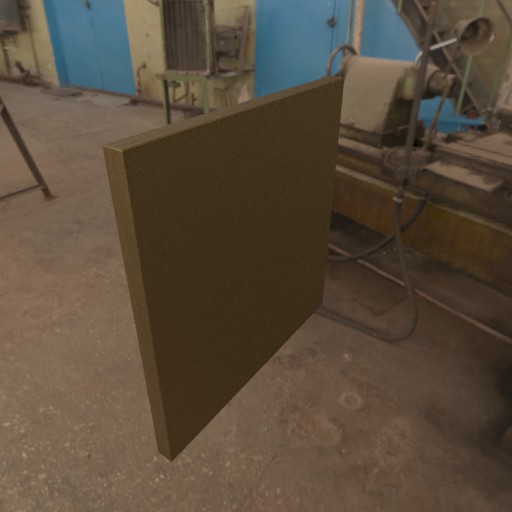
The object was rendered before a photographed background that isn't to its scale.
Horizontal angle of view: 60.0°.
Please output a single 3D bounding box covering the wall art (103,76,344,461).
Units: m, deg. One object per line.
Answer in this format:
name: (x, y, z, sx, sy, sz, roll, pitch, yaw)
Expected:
wall art: (0.000, 0.000, 0.754, 0.031, 0.506, 0.503, 20, 37, 30)
